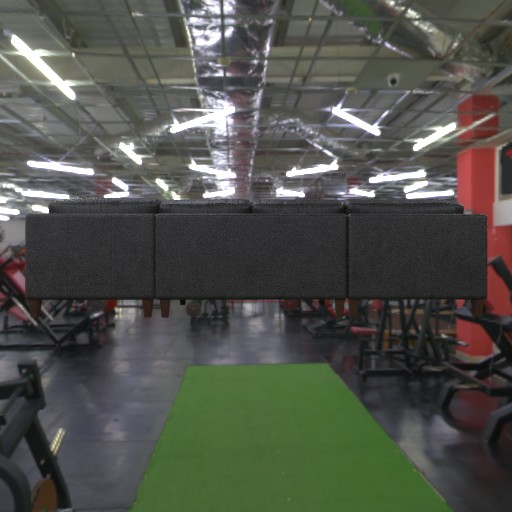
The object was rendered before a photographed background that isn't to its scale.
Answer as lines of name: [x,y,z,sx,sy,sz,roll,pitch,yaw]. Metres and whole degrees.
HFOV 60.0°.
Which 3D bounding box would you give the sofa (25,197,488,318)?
sofa: [0.000,0.000,4.388,3.324,0.891,2.452,0,0,-1]
